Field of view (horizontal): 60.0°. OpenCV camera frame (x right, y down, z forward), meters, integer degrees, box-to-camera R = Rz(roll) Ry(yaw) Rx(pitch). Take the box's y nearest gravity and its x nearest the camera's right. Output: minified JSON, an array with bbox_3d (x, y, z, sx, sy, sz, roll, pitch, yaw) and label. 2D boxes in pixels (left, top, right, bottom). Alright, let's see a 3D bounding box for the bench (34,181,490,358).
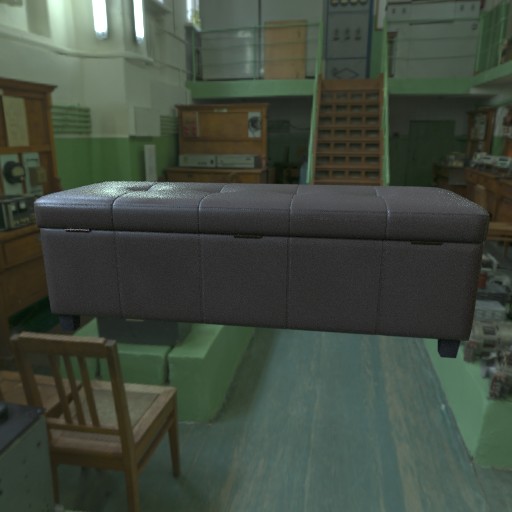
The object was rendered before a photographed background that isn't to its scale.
[{"bbox_3d":[0.000,0.000,1.400,1.219,0.417,0.450,2,16,8],"label":"bench"}]
